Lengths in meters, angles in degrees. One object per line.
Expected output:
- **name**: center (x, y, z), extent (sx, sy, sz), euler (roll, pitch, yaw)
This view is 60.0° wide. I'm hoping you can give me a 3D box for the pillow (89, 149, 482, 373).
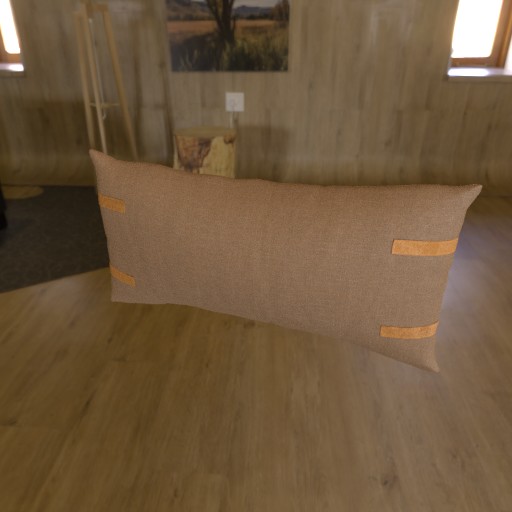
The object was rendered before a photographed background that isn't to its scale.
- **pillow**: center (0.000, 0.000, 0.718), extent (0.612, 0.308, 0.148), euler (9, 29, 17)
